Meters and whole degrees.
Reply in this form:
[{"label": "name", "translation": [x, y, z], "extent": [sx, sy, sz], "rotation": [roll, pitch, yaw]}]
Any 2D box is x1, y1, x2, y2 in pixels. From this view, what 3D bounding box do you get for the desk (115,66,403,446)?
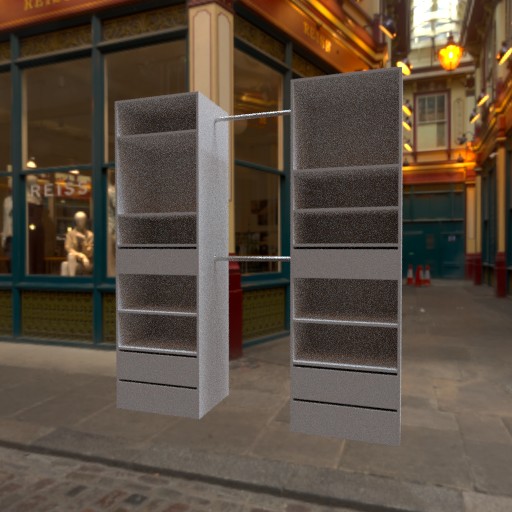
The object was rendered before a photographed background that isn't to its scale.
[{"label": "desk", "translation": [0.000, 0.000, 2.838], "extent": [1.770, 2.000, 0.480], "rotation": [0, 1, 19]}]
